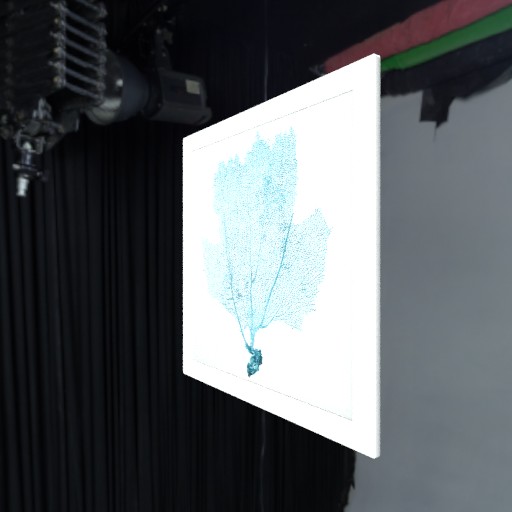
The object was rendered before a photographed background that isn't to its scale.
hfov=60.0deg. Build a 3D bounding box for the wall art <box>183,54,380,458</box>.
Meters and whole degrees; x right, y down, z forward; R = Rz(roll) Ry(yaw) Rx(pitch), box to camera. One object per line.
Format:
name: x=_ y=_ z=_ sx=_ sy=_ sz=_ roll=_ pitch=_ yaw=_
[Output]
wall art: x=0.000 y=0.000 z=0.874 sx=0.013 sy=0.584 sz=0.584 roll=0 pitch=0 yaw=-37
